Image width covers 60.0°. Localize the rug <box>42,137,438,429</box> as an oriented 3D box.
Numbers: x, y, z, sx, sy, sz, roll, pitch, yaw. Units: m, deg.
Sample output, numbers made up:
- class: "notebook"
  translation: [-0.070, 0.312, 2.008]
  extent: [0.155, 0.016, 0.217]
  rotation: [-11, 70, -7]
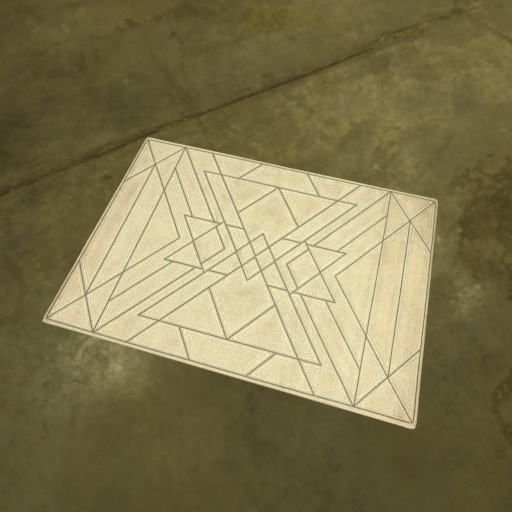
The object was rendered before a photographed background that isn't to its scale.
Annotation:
- class: "rug"
  translation: [0.000, 0.000, 4.409]
  extent: [3.381, 0.026, 2.436]
  rotation: [14, 60, 8]
